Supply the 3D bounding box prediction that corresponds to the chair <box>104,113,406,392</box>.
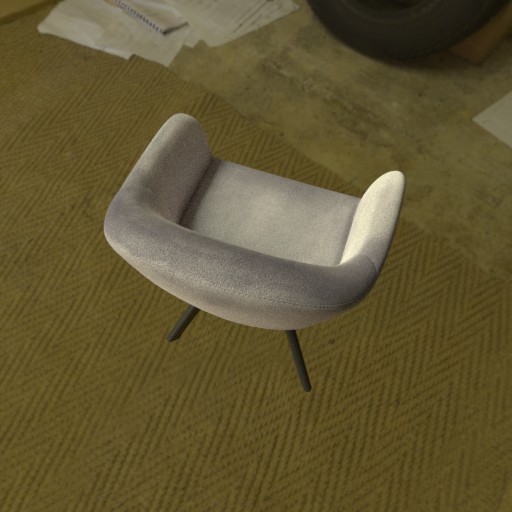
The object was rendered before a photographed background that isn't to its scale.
[{"bbox_3d":[0.000,0.000,1.103,0.570,0.780,0.540,18,63,9],"label":"chair"}]
